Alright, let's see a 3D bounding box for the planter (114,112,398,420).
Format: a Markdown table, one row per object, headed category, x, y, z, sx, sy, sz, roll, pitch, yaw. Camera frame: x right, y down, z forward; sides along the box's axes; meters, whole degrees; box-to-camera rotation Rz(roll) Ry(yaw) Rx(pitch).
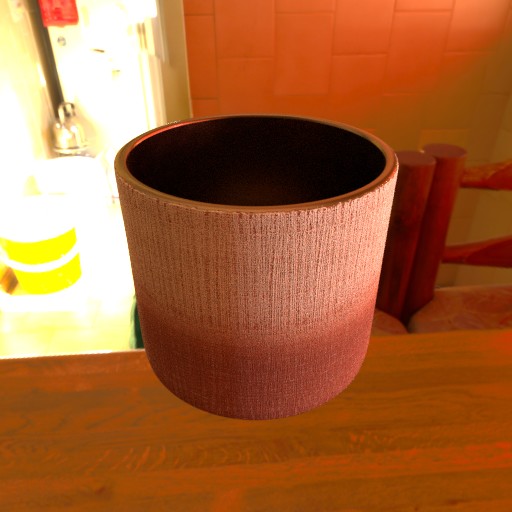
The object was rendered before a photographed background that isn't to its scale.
| category | x | y | z | sx | sy | sz | roll | pitch | yaw |
| --- | --- | --- | --- | --- | --- | --- | --- | --- | --- |
| planter | 0.000 | 0.000 | 0.402 | 0.221 | 0.201 | 0.221 | 0 | 33 | 0 |
